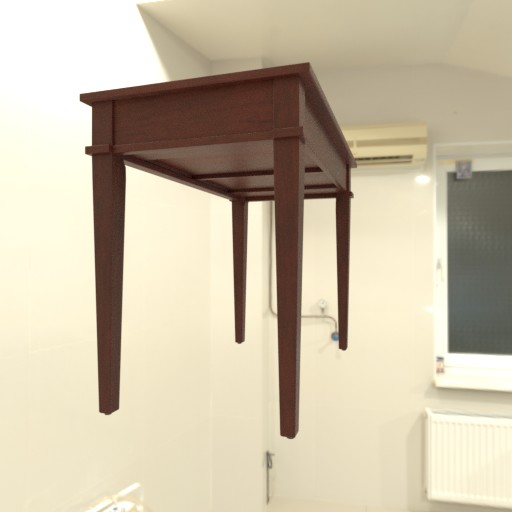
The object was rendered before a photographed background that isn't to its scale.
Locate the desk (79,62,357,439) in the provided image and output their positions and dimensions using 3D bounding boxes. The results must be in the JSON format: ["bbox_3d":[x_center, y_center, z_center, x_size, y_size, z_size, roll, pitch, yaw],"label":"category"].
[{"bbox_3d":[0.000,0.000,1.432,0.549,0.762,1.001,0,0,18],"label":"desk"}]
